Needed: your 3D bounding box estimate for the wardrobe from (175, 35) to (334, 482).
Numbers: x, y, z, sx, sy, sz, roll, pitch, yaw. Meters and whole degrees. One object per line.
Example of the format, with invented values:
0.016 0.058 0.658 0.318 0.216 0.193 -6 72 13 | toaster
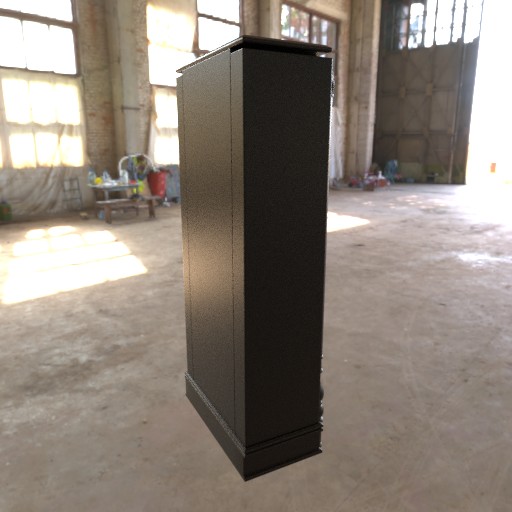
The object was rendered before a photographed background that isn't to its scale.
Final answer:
0.000 0.000 1.223 0.295 1.011 0.444 -7 15 -27 | wardrobe
